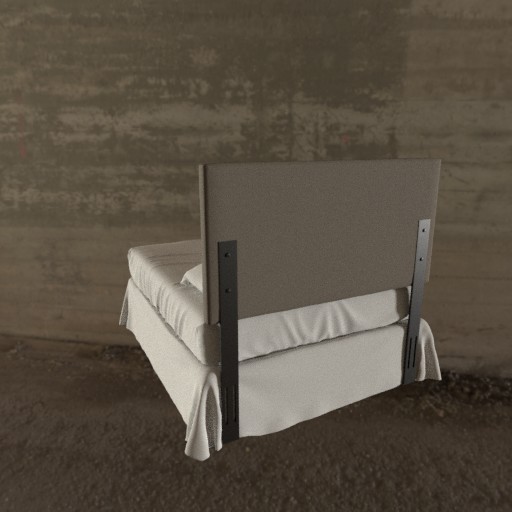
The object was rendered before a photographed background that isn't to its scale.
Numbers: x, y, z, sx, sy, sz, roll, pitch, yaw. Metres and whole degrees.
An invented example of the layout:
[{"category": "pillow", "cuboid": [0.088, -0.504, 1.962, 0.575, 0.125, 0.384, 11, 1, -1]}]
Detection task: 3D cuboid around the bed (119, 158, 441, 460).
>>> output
[{"category": "bed", "cuboid": [0.000, 0.000, 3.544, 1.936, 1.577, 2.222, -7, 16, -26]}]
